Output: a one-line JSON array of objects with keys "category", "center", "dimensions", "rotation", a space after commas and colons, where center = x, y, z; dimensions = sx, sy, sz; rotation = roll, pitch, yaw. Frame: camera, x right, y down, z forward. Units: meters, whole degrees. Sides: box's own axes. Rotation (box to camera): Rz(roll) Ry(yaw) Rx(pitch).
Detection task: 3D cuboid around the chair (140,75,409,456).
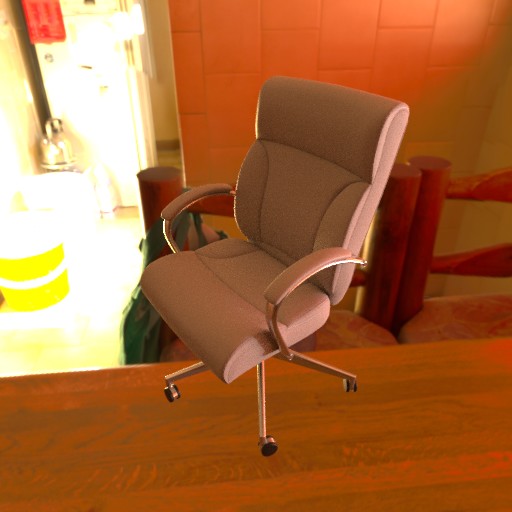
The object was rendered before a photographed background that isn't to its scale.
[{"category": "chair", "center": [0.000, 0.000, 1.564], "dimensions": [0.745, 1.099, 0.727], "rotation": [-21, 37, -31]}]
